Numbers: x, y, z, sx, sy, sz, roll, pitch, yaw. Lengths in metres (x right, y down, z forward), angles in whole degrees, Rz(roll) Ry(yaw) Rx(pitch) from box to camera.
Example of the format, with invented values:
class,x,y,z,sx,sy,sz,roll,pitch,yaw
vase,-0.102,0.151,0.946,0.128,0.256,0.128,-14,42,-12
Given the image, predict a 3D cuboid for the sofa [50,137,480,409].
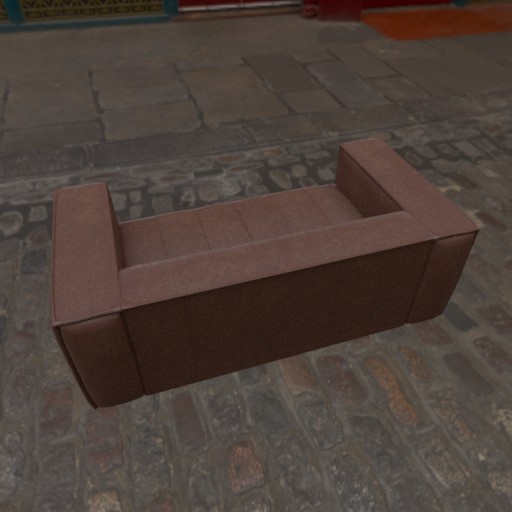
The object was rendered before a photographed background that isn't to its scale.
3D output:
class,x,y,z,sx,sy,sz,roll,pitch,yaw
sofa,0.000,0.000,2.563,2.088,0.703,1.102,-12,43,-13
